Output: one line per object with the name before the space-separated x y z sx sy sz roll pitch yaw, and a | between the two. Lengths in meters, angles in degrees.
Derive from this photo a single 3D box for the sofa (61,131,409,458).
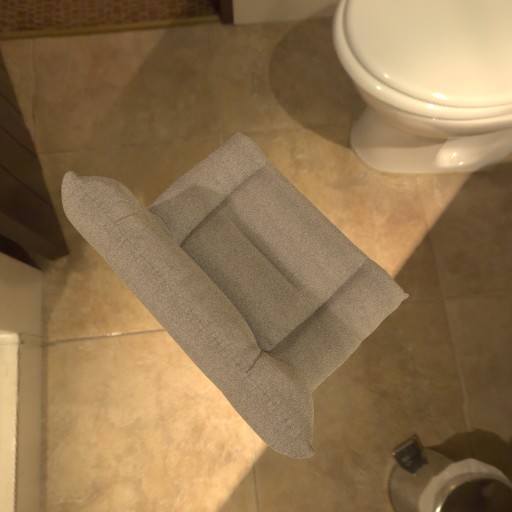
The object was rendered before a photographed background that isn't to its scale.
sofa | 0.000 0.000 1.710 0.847 0.795 1.144 -42 80 -9
